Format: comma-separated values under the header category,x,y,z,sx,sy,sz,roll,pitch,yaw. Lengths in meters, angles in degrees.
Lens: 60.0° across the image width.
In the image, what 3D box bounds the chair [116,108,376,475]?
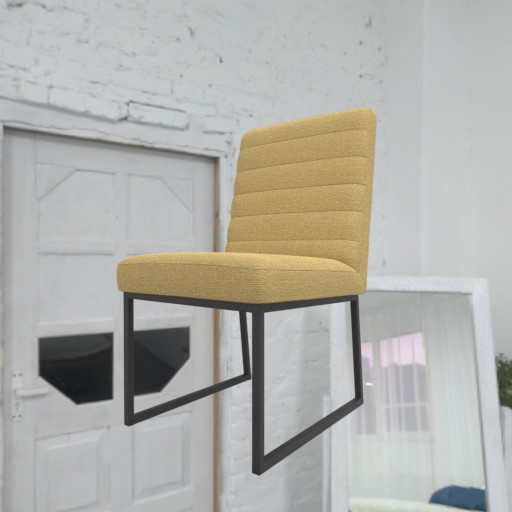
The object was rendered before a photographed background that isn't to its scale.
category,x,y,z,sx,sy,sz,roll,pitch,yaw
chair,0.000,0.000,1.317,0.520,0.930,0.634,1,1,37
